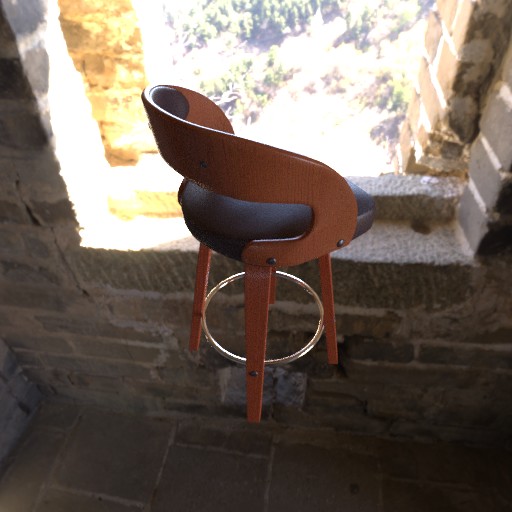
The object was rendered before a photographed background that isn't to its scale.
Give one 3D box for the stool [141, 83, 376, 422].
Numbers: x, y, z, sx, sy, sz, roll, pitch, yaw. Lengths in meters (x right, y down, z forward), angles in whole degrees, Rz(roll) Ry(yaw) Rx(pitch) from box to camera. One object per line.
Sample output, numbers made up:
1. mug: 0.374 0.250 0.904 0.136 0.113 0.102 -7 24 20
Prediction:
1. stool: 0.000 0.000 1.193 0.457 0.940 0.457 -28 49 -27
